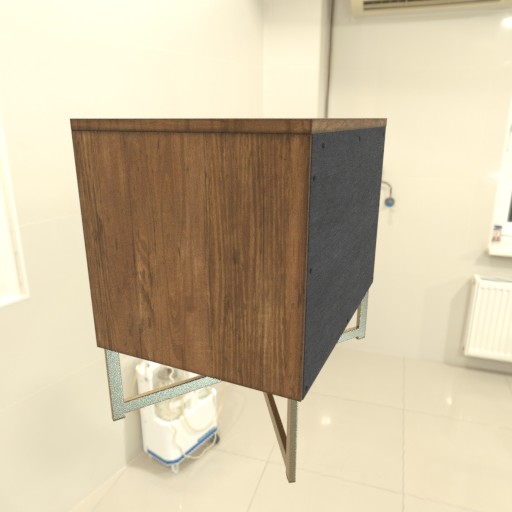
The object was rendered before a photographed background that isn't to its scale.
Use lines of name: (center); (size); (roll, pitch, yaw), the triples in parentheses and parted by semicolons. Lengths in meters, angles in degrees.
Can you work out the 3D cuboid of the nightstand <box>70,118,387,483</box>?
nightstand: (0.000, 0.000, 1.028); (0.446, 0.610, 0.610); (8, 19, 24)
